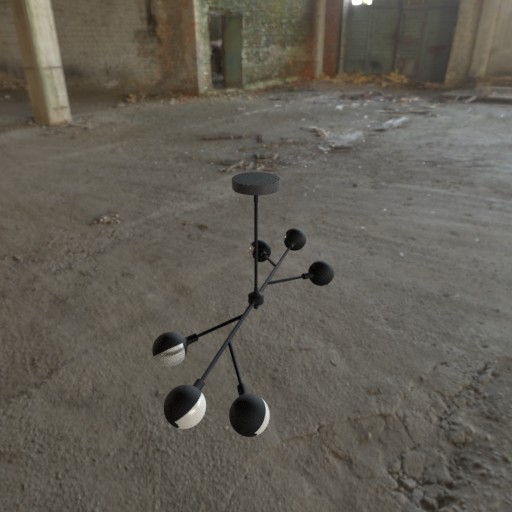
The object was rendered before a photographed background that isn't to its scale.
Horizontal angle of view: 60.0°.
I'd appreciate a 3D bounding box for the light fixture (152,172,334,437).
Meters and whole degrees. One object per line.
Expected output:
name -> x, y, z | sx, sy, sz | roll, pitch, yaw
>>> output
light fixture -> 0.000, 0.000, 1.009 | 0.434, 0.362, 0.778 | 17, 31, 31
